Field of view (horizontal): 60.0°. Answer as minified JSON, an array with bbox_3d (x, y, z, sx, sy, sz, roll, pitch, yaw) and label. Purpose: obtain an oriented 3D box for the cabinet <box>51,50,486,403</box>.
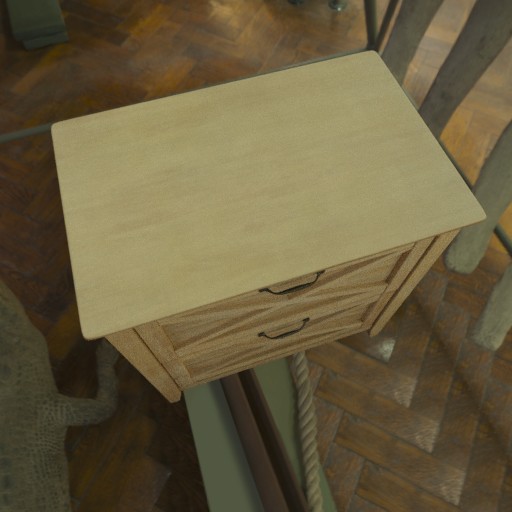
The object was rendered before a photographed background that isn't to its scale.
[{"bbox_3d":[0.000,0.000,1.228,0.763,0.762,0.503,-16,64,-8],"label":"cabinet"}]
